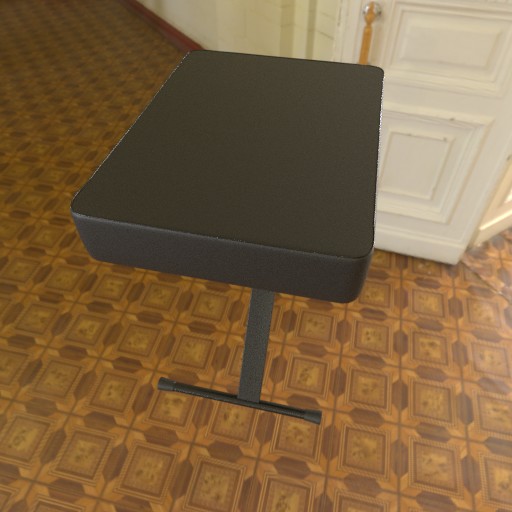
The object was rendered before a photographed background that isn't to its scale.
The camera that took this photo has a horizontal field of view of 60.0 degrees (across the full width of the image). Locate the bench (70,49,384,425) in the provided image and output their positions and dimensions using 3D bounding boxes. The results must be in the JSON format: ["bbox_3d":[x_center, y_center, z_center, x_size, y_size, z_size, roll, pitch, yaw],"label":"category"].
[{"bbox_3d":[0.000,0.000,0.758,0.321,0.500,0.424,9,48,9],"label":"bench"}]
